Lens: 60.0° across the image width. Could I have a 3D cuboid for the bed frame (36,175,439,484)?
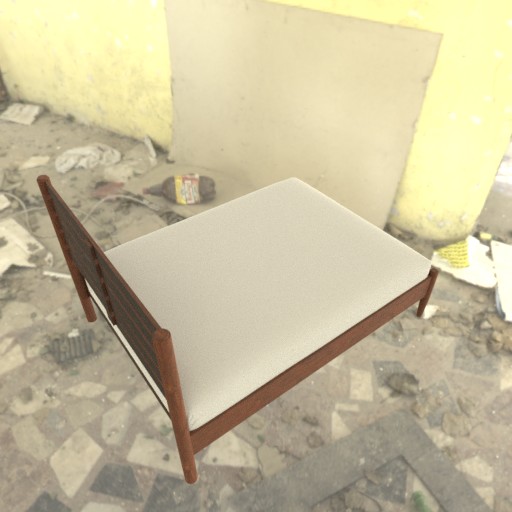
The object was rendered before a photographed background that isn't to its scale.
[{"bbox_3d":[0.000,0.000,3.212,2.234,1.321,1.655,-26,46,-27],"label":"bed frame"}]
